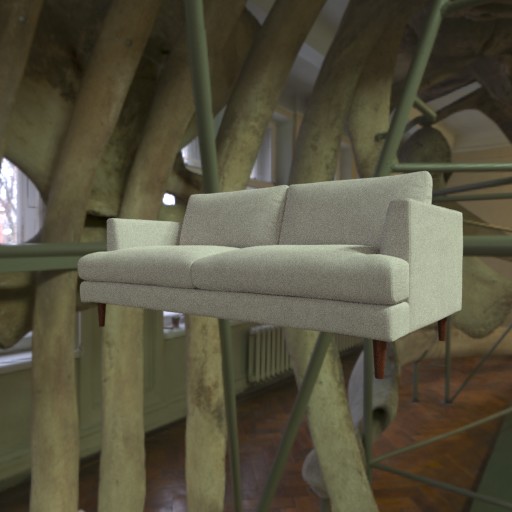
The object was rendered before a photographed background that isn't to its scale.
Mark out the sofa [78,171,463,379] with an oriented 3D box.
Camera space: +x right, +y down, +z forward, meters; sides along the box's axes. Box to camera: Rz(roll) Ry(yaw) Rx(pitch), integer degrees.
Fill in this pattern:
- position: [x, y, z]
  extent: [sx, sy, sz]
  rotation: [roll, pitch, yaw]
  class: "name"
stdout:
- position: [0.000, 0.000, 2.479]
  extent: [1.948, 0.868, 1.020]
  rotation: [1, 1, 38]
  class: "sofa"
